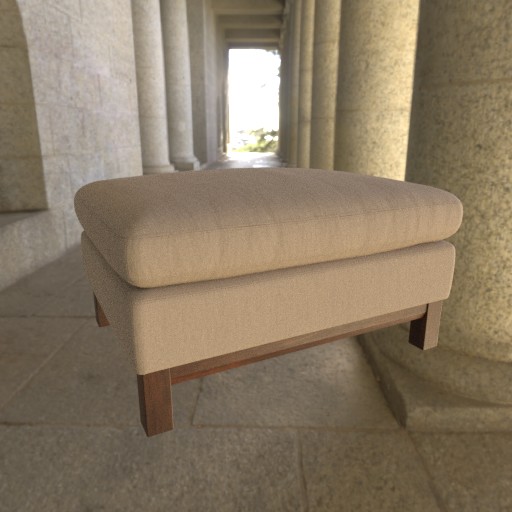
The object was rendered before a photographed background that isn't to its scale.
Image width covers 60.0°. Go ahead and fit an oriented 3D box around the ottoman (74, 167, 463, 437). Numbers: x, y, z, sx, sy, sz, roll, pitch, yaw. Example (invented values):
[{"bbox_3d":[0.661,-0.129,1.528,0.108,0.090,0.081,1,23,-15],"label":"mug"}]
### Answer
[{"bbox_3d":[0.000,0.000,1.099,0.771,0.420,0.606,-8,18,-27],"label":"ottoman"}]
